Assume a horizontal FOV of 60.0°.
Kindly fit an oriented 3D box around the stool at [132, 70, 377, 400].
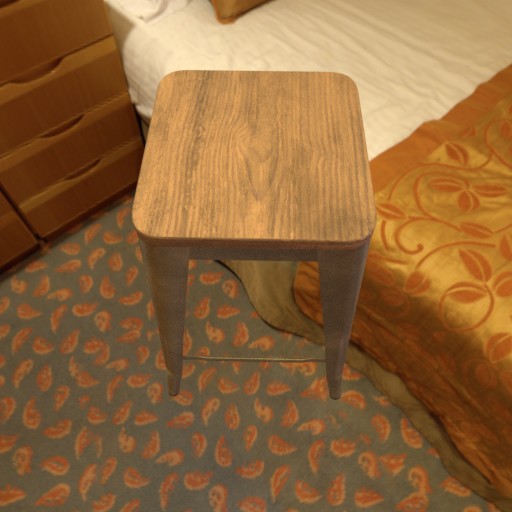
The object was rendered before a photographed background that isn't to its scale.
[{"bbox_3d":[0.000,0.000,0.885,0.407,0.607,0.407,1,58,1],"label":"stool"}]
